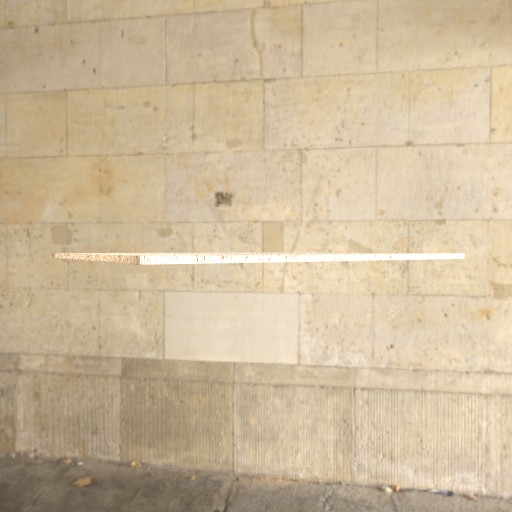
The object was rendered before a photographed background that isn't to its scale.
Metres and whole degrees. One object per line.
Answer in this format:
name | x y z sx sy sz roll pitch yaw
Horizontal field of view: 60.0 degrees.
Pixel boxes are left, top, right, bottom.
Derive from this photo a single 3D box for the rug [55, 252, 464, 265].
rug | 0.000 0.000 2.141 1.600 0.025 1.199 0 1 -34
